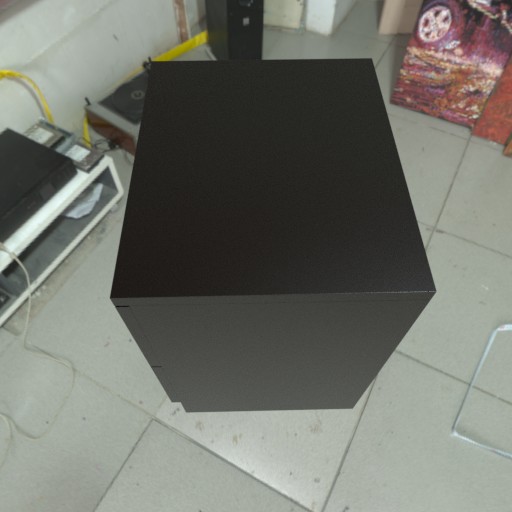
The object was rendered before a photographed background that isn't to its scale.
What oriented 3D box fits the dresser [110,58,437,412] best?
[{"bbox_3d":[0.000,0.000,0.756,0.360,0.470,0.400,-1,57,-1],"label":"dresser"}]
